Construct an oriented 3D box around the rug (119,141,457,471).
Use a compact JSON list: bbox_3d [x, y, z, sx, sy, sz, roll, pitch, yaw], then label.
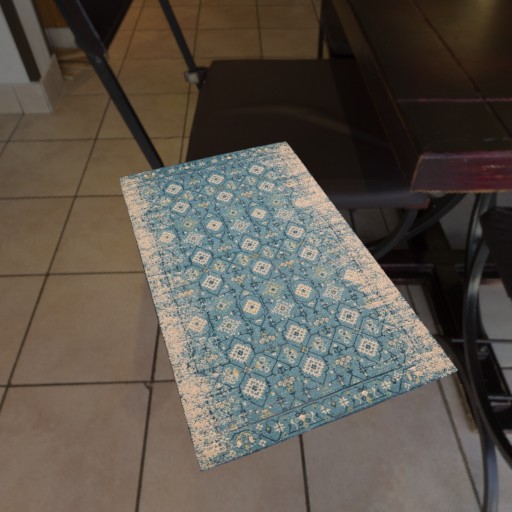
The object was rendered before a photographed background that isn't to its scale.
[{"bbox_3d":[0.000,0.000,2.251,1.102,0.008,1.795,-16,50,-14],"label":"rug"}]
